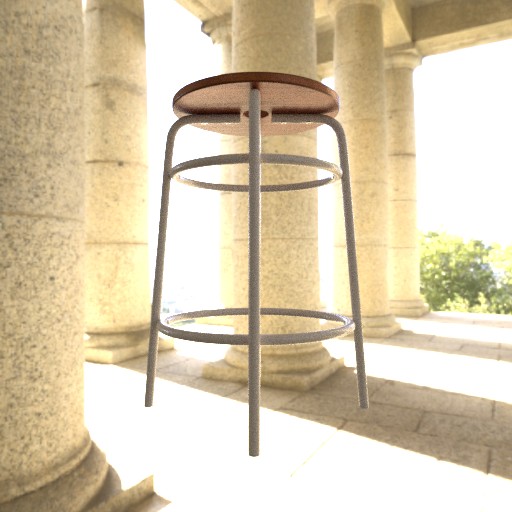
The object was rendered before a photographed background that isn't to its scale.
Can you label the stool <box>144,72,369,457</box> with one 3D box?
[{"bbox_3d":[0.000,0.000,0.898,0.455,0.610,0.455,0,0,1],"label":"stool"}]
